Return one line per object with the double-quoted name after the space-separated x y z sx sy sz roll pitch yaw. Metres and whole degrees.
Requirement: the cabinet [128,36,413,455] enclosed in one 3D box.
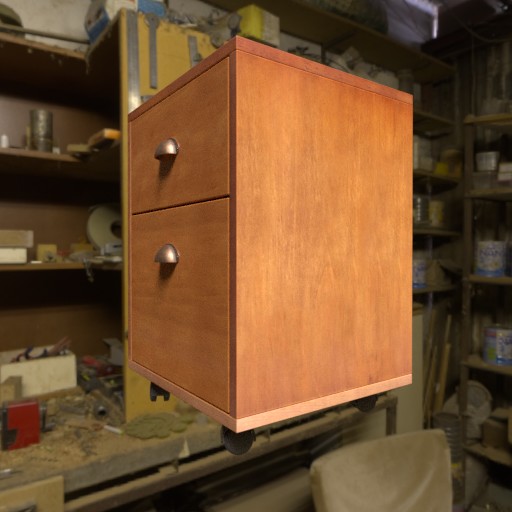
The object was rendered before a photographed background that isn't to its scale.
0.000 0.000 0.848 0.401 0.579 0.409 0 1 -36 "cabinet"
